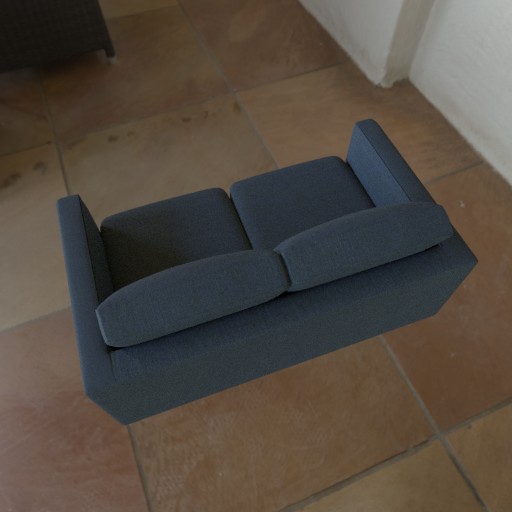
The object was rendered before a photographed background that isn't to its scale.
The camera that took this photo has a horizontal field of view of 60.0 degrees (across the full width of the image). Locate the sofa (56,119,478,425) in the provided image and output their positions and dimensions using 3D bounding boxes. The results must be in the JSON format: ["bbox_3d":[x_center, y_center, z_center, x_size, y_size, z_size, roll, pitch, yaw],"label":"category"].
[{"bbox_3d":[0.000,0.000,2.196,1.659,0.907,0.999,-17,59,-10],"label":"sofa"}]
